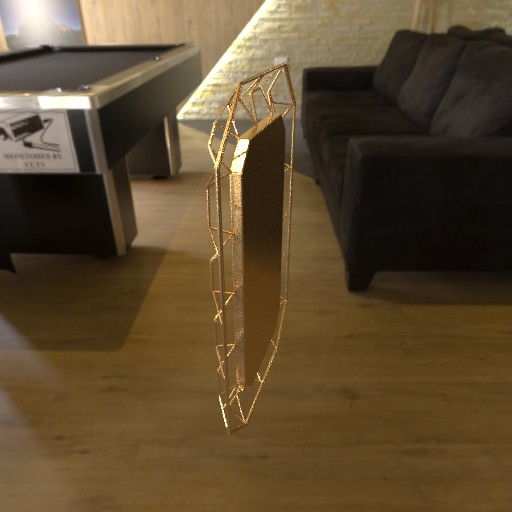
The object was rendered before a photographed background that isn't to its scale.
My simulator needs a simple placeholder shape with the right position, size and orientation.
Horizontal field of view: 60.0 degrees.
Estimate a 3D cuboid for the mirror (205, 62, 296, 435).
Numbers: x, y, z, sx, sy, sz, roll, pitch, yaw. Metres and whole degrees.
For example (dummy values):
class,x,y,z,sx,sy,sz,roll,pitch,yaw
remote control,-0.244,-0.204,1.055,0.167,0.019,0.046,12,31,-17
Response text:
class,x,y,z,sx,sy,sz,roll,pitch,yaw
mirror,0.000,0.000,1.115,0.051,0.870,0.572,9,31,15
